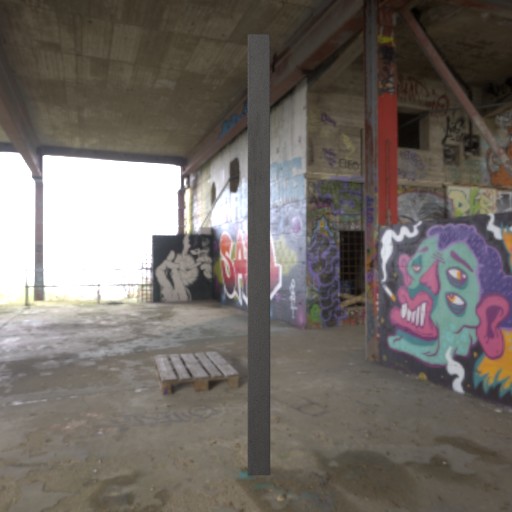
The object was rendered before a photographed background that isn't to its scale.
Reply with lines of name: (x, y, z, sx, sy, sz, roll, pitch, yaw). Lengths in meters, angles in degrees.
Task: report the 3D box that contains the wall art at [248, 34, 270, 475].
wall art: (0.000, 0.000, 1.146, 0.039, 0.763, 0.763, 0, -1, -1)
